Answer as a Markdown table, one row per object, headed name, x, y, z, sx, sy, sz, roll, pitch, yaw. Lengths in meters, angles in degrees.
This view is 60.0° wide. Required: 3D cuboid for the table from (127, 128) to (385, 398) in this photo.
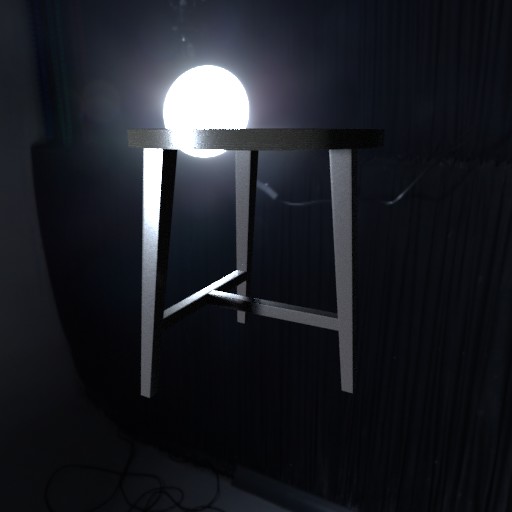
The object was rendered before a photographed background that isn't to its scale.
| name | x | y | z | sx | sy | sz | roll | pitch | yaw |
| --- | --- | --- | --- | --- | --- | --- | --- | --- | --- |
| table | 0.000 | 0.000 | 0.965 | 0.500 | 0.531 | 0.500 | 0 | 16 | 0 |
